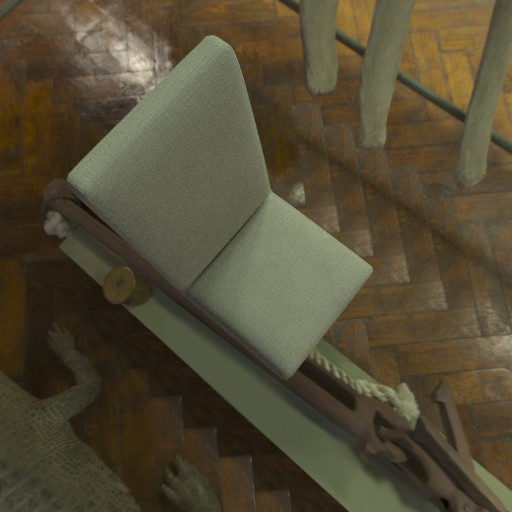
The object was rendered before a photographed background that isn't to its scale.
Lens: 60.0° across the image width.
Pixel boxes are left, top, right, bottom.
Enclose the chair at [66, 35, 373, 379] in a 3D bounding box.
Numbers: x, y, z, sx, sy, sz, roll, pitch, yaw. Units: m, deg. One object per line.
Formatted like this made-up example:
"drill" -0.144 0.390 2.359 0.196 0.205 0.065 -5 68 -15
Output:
"chair" 0.000 0.000 1.322 0.611 1.033 0.450 39 79 9
